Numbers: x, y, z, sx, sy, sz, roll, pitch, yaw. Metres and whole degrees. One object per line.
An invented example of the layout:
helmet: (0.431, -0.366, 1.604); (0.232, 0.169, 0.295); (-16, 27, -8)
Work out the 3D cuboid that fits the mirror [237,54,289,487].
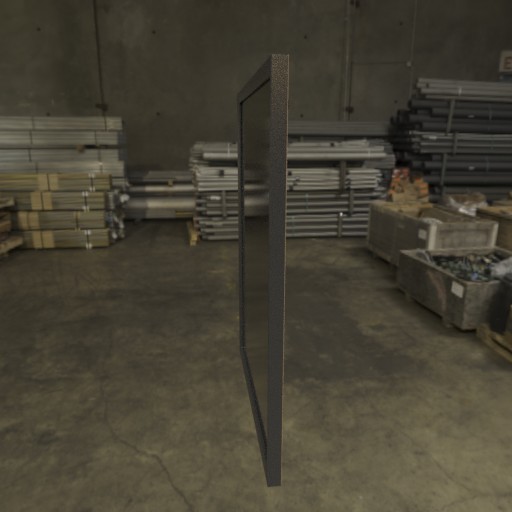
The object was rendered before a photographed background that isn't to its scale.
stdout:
mirror: (0.000, 0.000, 1.366); (0.040, 1.016, 0.762); (-2, 15, -7)
